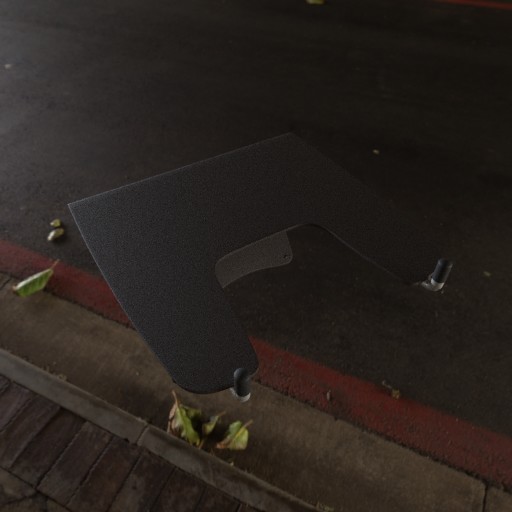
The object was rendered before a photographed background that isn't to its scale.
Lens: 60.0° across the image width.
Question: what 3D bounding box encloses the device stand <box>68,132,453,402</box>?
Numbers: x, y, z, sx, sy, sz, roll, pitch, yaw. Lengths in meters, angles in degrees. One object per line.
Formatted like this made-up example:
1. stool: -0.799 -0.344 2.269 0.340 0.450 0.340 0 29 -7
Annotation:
1. device stand: 0.000 0.000 0.360 0.230 0.092 0.230 -24 49 -22
